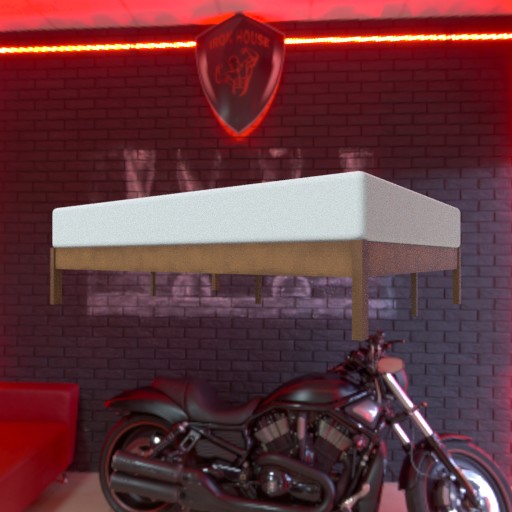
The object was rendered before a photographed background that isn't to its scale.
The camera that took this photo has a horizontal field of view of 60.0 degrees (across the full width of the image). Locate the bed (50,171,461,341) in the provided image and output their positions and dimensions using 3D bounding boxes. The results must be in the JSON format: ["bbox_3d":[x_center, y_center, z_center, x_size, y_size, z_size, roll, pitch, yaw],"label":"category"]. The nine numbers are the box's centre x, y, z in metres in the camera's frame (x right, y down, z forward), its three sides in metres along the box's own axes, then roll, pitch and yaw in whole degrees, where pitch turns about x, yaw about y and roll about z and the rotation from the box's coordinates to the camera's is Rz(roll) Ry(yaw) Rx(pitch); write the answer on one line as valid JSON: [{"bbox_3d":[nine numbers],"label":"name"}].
[{"bbox_3d":[0.000,0.000,2.747,2.050,0.593,1.529,0,0,36],"label":"bed"}]
